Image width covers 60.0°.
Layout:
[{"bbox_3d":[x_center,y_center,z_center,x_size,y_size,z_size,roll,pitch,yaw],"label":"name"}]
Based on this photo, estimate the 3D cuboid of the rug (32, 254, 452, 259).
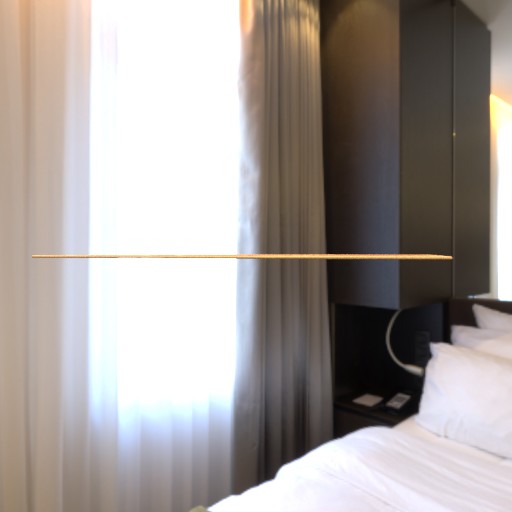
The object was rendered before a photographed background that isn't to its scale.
[{"bbox_3d":[0.000,0.000,2.987,2.290,0.014,1.526,0,1,17],"label":"rug"}]
